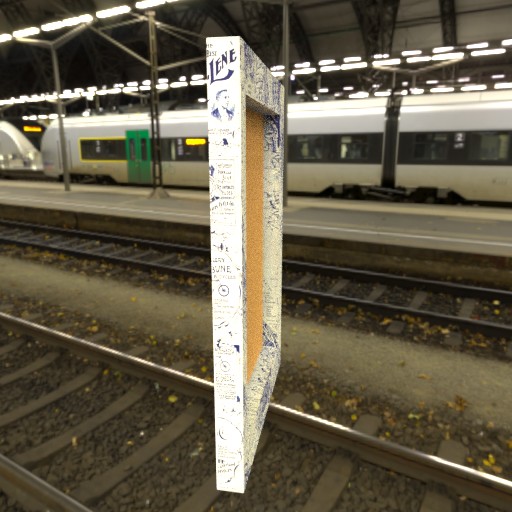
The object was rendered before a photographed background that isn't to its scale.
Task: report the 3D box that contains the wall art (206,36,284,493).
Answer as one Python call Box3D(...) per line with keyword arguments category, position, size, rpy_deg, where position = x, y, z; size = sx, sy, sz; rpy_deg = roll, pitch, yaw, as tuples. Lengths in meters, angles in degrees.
Box3D(category="wall art", position=(0.000, 0.000, 0.477), size=(0.025, 0.376, 0.255), rpy_deg=(2, 13, 10))
